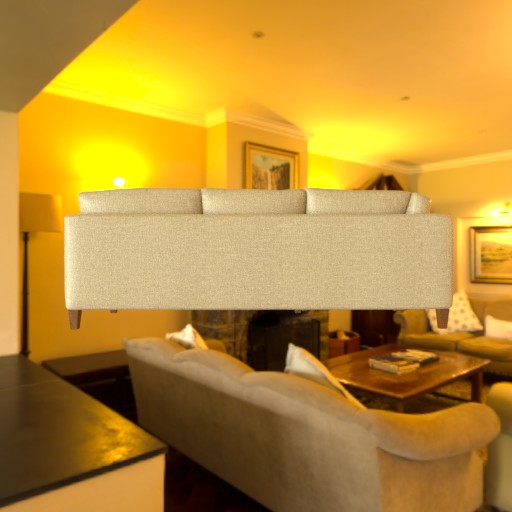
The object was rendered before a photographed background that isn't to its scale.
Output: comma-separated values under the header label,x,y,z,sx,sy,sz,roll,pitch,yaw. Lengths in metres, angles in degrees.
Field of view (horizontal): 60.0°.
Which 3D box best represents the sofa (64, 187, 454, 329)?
label,x,y,z,sx,sy,sz,roll,pitch,yaw
sofa,0.000,0.000,4.600,2.594,0.961,3.460,0,0,-1
